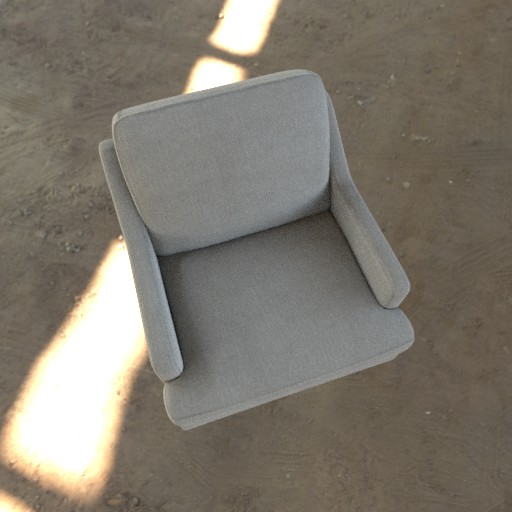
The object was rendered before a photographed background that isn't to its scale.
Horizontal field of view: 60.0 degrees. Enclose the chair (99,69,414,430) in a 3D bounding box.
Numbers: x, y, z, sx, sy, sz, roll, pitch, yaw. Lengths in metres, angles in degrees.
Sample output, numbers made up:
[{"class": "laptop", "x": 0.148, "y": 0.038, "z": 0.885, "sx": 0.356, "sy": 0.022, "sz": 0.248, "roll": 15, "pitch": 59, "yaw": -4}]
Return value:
[{"class": "chair", "x": 0.000, "y": 0.000, "z": 1.512, "sx": 0.826, "sy": 0.821, "sz": 0.892, "roll": -16, "pitch": 63, "yaw": -8}]
